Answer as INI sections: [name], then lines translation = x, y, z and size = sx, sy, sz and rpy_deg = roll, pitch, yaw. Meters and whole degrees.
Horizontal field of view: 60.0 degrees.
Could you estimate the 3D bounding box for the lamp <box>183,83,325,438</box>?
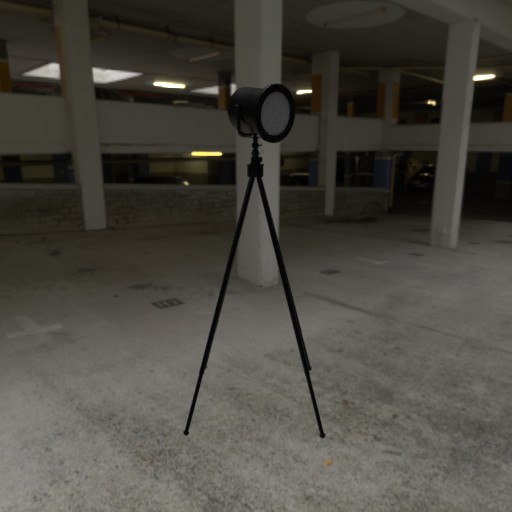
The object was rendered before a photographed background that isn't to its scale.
[lamp]
translation = 0.000, 0.000, 2.082
size = 0.879, 1.504, 0.884
rpy_deg = -13, 19, -42
